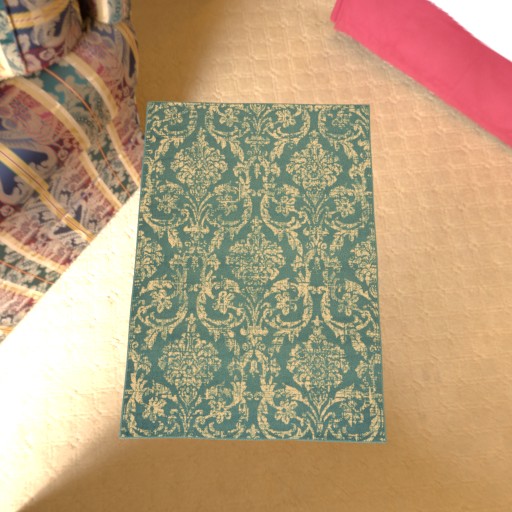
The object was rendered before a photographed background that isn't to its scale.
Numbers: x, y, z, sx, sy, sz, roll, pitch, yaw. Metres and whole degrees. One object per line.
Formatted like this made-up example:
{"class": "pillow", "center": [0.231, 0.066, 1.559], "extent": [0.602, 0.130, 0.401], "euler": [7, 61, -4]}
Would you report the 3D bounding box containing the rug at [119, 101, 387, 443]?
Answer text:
{"class": "rug", "center": [0.000, 0.000, 2.833], "extent": [1.554, 0.012, 2.205], "euler": [1, 76, 0]}
